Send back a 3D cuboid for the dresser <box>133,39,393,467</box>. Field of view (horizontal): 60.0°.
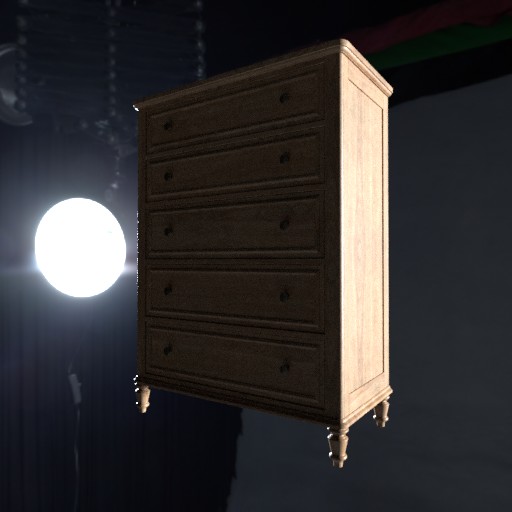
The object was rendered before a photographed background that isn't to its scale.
[{"bbox_3d":[0.000,0.000,1.808,0.973,1.318,0.484,-1,-1,34],"label":"dresser"}]
